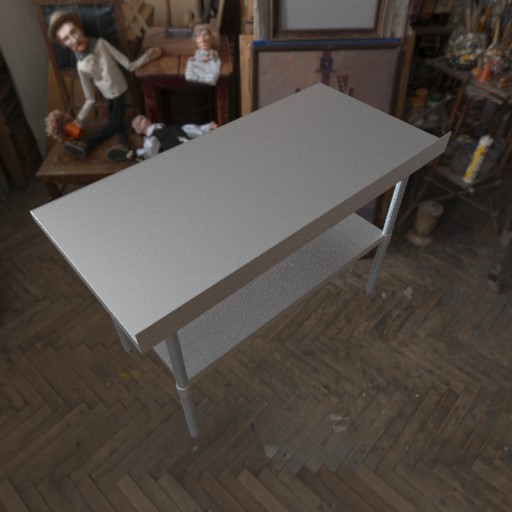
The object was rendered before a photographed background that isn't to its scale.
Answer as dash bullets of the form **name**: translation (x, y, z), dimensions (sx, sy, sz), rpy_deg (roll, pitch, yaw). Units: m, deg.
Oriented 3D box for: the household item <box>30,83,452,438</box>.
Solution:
- **household item**: translation (0.000, 0.000, 1.682), dimensions (1.219, 0.851, 0.610), rpy_deg (-33, 55, -27)
